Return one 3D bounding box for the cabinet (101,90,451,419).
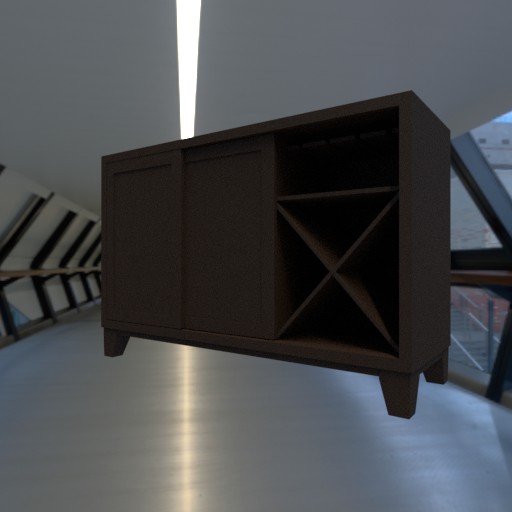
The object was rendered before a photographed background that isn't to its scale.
[{"bbox_3d":[0.000,0.000,1.822,1.396,0.914,0.482,0,0,35],"label":"cabinet"}]
